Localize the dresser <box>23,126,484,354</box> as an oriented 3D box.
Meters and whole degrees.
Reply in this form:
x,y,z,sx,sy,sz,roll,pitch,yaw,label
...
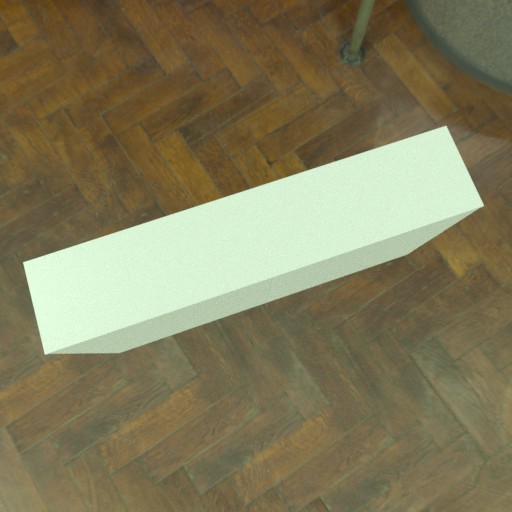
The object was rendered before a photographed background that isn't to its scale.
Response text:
x,y,z,sx,sy,sz,roll,pitch,yaw,label
0.000,0.000,1.883,1.535,0.790,0.333,-18,78,-4,dresser
